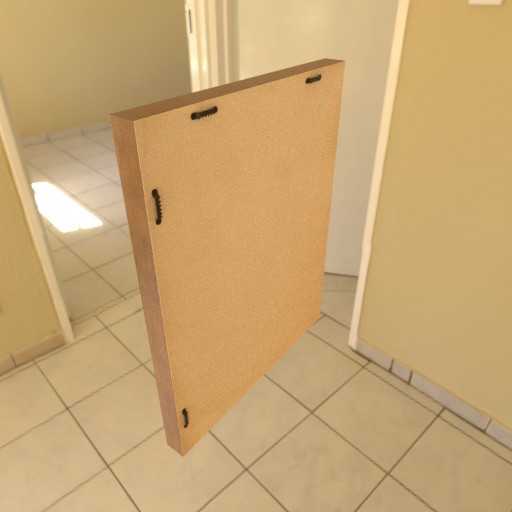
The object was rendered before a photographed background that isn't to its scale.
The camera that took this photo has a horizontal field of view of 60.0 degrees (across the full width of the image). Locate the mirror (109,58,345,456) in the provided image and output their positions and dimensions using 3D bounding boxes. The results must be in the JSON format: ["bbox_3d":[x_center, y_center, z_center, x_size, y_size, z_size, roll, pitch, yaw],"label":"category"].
[{"bbox_3d":[0.000,0.000,0.681,0.041,0.509,0.406,22,39,31],"label":"mirror"}]
